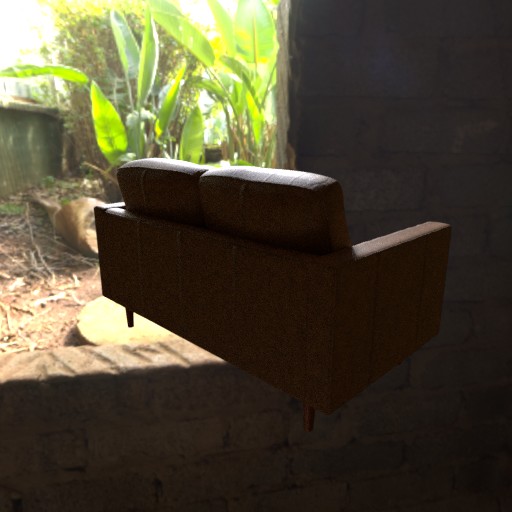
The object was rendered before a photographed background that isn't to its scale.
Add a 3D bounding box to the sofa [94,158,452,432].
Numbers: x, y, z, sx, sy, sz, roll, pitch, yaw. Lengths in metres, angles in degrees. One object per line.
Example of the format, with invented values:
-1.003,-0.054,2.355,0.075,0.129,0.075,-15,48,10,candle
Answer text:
0.000,0.000,2.222,1.578,0.951,0.909,15,22,43,sofa
